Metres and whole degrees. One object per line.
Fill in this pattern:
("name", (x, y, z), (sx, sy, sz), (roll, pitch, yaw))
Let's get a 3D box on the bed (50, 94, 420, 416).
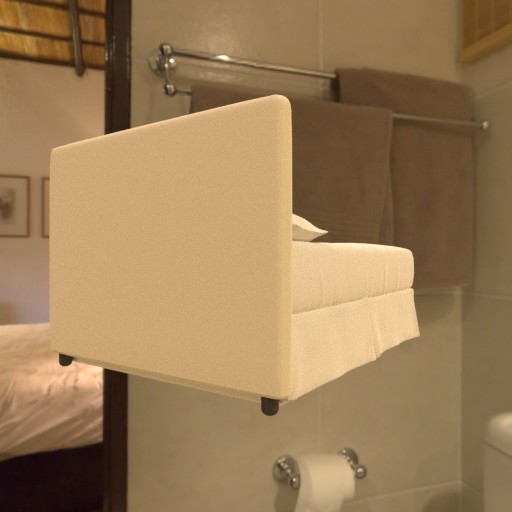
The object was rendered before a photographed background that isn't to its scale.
("bed", (0.000, 0.000, 3.109), (1.714, 1.330, 2.147), (0, 0, 34))
